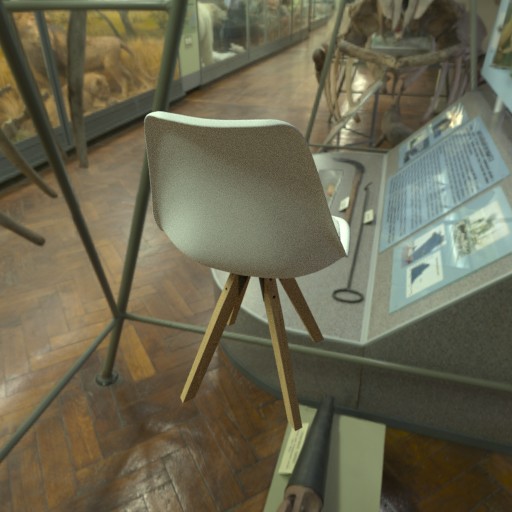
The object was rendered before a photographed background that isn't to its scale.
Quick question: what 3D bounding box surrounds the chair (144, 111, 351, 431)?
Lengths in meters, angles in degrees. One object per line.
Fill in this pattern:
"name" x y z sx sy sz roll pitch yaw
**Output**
"chair" 0.000 0.000 1.185 0.485 0.849 0.550 9 32 14
